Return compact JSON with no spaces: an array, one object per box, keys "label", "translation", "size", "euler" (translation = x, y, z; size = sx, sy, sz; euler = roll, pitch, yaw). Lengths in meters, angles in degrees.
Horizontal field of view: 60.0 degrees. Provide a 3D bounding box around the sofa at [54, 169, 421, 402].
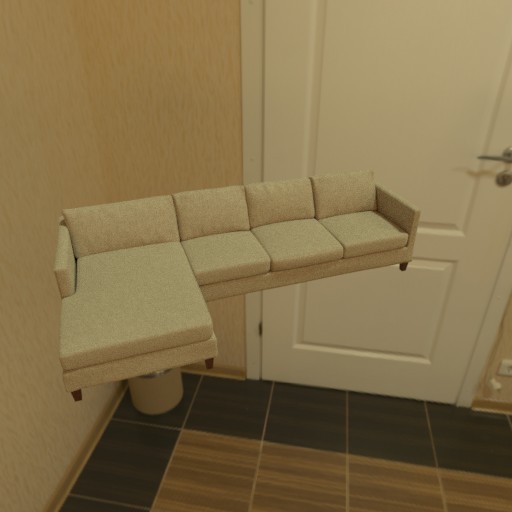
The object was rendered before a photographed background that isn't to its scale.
[{"label":"sofa","translation":[0.000,0.000,3.856],"size":[3.186,0.846,1.625],"euler":[-10,32,-16]}]
